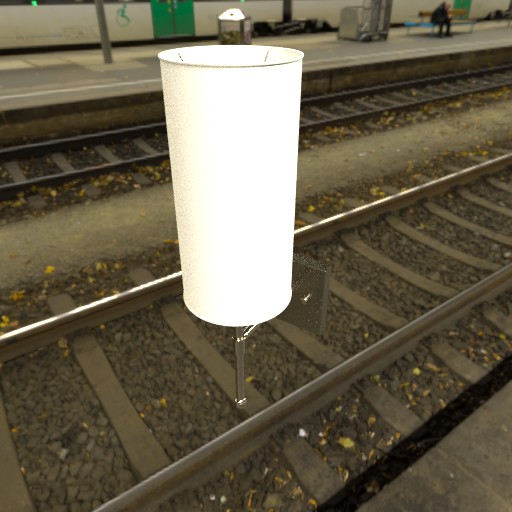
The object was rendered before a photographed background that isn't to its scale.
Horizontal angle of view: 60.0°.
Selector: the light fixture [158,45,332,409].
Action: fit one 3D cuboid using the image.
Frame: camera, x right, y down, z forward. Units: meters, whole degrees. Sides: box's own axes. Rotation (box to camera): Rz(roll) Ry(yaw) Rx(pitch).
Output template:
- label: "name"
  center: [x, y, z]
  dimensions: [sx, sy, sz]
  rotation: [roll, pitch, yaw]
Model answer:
- label: "light fixture"
  center: [0.000, 0.000, 0.542]
  dimensions: [0.128, 0.462, 0.208]
  rotation: [19, 36, 28]
